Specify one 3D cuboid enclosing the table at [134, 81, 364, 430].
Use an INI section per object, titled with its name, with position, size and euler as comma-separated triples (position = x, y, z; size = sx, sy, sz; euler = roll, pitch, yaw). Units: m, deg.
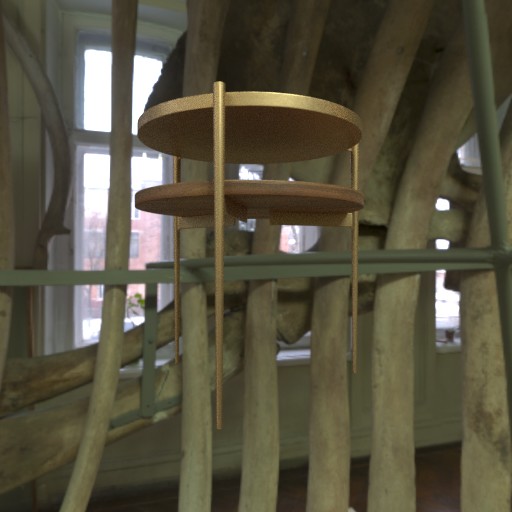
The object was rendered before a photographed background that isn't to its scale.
[table]
position = 0.000, 0.000, 0.863
size = 0.456, 0.493, 0.430
euler = 0, 0, -19
